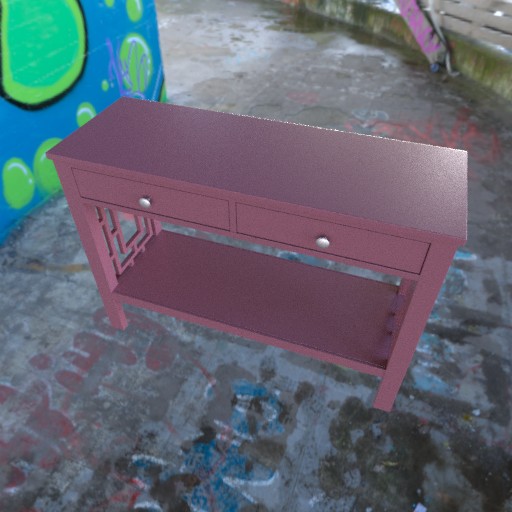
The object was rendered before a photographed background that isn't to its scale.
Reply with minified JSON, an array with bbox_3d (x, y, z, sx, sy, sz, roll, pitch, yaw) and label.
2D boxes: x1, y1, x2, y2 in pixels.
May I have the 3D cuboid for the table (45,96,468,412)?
[{"bbox_3d":[0.000,0.000,1.442,1.068,0.753,0.397,14,45,14],"label":"table"}]
